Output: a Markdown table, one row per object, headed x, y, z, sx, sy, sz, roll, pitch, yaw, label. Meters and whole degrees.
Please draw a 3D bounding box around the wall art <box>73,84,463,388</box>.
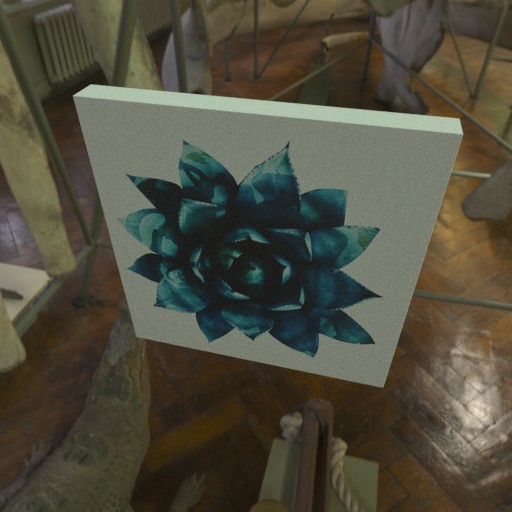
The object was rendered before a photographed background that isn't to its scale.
| x | y | z | sx | sy | sz | roll | pitch | yaw | label |
| --- | --- | --- | --- | --- | --- | --- | --- | --- | --- |
| 0.000 | 0.000 | 0.593 | 0.406 | 0.406 | 0.038 | 9 | 41 | 11 | wall art |
